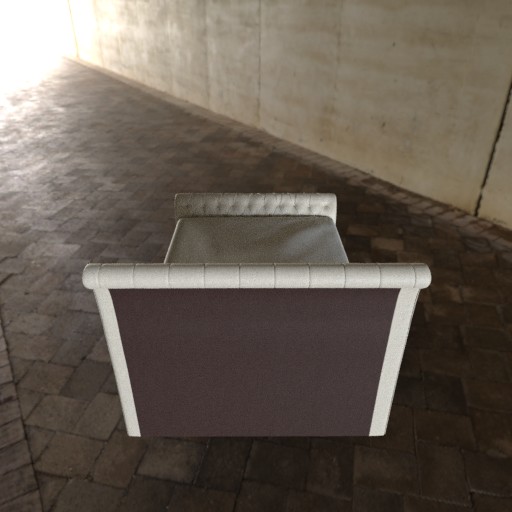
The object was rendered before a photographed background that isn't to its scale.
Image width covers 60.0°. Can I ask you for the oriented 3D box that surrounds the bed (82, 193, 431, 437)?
[{"bbox_3d":[0.000,0.000,3.398,1.606,1.268,2.493,0,30,0],"label":"bed"}]
